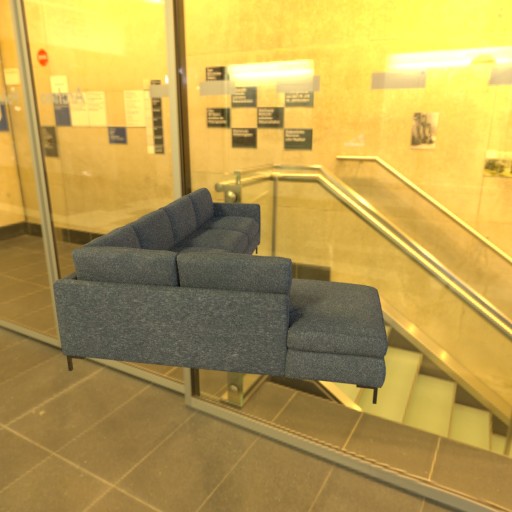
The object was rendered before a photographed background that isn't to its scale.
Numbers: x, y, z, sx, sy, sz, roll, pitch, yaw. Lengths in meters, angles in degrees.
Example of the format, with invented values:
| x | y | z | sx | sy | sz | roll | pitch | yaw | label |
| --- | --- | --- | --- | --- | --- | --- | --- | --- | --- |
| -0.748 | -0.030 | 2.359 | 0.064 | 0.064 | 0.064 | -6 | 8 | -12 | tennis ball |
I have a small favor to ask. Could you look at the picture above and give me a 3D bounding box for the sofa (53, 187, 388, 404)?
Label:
| x | y | z | sx | sy | sz | roll | pitch | yaw | label |
| --- | --- | --- | --- | --- | --- | --- | --- | --- | --- |
| 0.000 | 0.000 | 3.935 | 2.007 | 0.815 | 2.949 | 3 | 17 | 10 | sofa |
